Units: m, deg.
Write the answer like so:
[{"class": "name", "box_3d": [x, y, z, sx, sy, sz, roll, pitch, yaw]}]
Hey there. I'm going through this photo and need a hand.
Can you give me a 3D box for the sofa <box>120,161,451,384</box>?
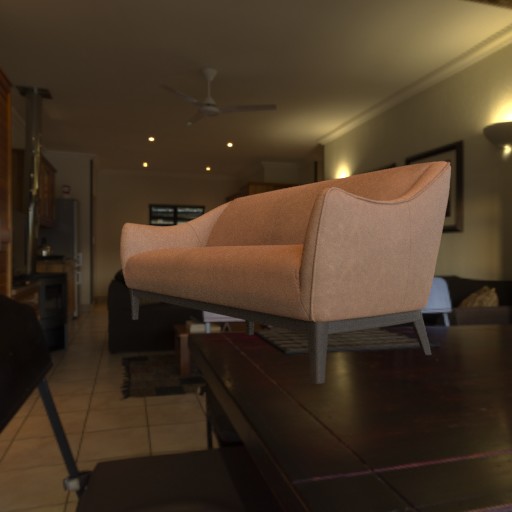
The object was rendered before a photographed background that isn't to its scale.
[{"class": "sofa", "box_3d": [0.000, 0.000, 2.364, 0.869, 0.830, 1.928, 0, 0, -35]}]
